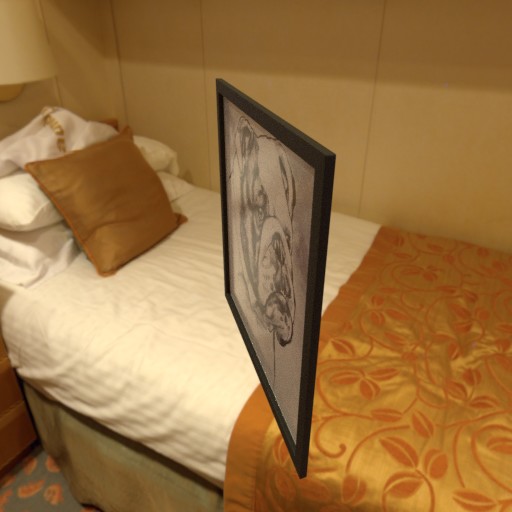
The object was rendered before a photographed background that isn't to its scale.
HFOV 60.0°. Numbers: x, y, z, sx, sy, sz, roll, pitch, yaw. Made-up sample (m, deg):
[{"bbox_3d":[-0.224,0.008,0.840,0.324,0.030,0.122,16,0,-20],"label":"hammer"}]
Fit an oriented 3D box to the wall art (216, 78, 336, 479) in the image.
[{"bbox_3d":[0.000,0.000,0.994,0.016,0.659,0.663,-8,31,-14],"label":"wall art"}]
